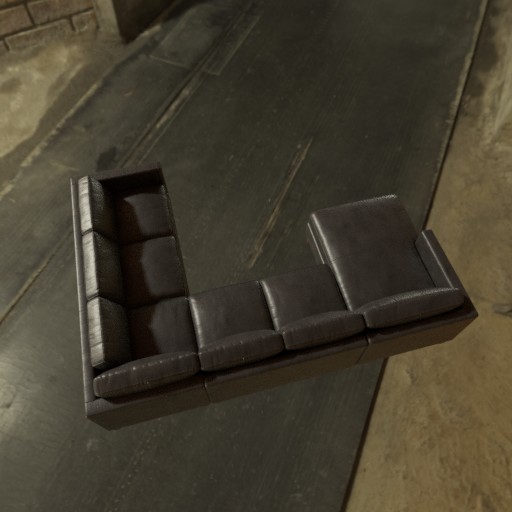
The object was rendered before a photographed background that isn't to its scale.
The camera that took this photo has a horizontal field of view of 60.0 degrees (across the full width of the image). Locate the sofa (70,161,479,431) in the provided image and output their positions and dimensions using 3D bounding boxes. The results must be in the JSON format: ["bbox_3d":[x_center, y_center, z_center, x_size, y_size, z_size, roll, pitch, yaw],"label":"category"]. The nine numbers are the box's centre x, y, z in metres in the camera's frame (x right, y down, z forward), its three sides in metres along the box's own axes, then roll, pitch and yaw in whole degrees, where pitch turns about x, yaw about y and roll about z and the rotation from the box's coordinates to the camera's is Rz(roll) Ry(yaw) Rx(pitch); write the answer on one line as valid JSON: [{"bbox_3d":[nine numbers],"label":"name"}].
[{"bbox_3d":[0.000,0.000,4.422,3.324,0.891,2.452,-13,60,-7],"label":"sofa"}]
